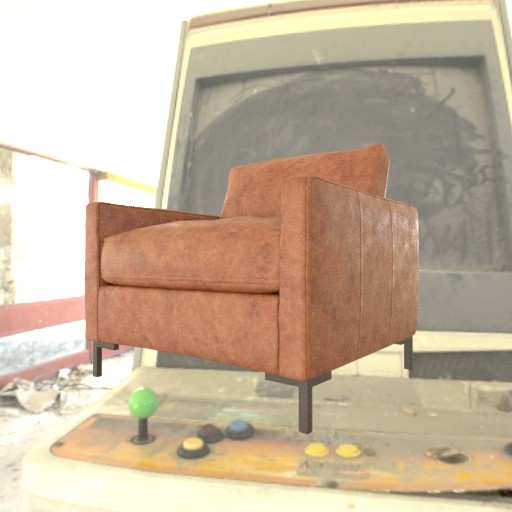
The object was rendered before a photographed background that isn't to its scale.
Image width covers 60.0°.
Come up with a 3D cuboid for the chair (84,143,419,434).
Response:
[{"bbox_3d":[0.000,0.000,1.652,0.967,0.869,0.862,0,-1,37],"label":"chair"}]
